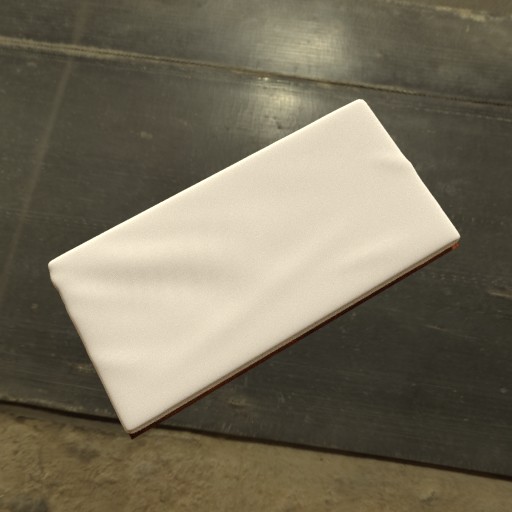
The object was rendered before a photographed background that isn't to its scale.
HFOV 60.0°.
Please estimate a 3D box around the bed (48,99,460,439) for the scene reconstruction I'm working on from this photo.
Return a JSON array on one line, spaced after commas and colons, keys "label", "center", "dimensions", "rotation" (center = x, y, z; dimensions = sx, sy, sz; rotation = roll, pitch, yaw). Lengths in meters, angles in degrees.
[{"label": "bed", "center": [0.000, 0.000, 2.243], "dimensions": [1.860, 0.312, 0.940], "rotation": [-29, 78, -7]}]
